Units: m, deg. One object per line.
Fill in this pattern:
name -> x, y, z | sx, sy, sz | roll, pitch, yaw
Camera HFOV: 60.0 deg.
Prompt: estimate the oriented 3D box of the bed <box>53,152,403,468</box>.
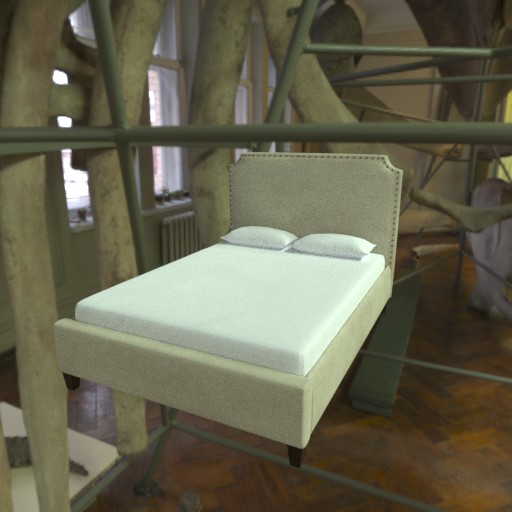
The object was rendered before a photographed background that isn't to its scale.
bed -> 0.000, 0.000, 3.365 | 1.712, 1.443, 2.372 | 7, 17, 25
